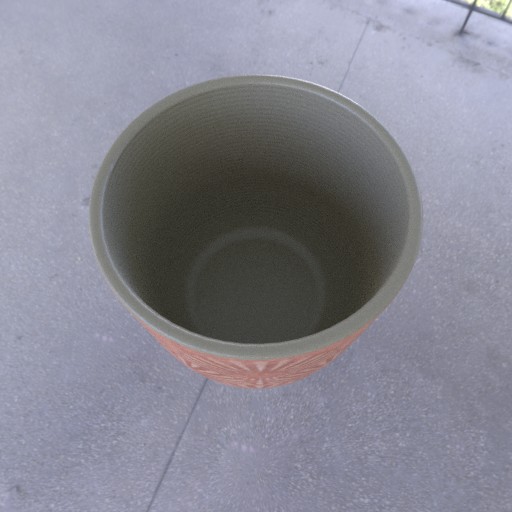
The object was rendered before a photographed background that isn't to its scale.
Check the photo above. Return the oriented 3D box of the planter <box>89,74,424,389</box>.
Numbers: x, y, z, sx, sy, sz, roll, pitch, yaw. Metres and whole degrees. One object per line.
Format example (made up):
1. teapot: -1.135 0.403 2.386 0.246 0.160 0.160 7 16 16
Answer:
1. planter: 0.000 0.000 0.214 0.124 0.109 0.124 0 64 0
